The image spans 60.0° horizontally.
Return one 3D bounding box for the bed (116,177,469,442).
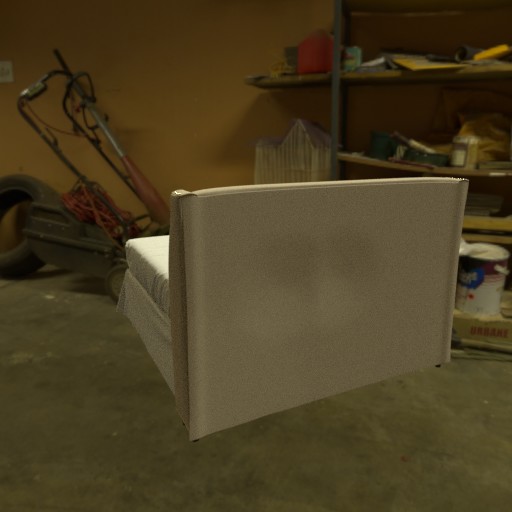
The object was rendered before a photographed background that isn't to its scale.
[{"bbox_3d":[0.000,0.000,3.516,1.925,1.332,2.276,-7,16,-26],"label":"bed"}]
